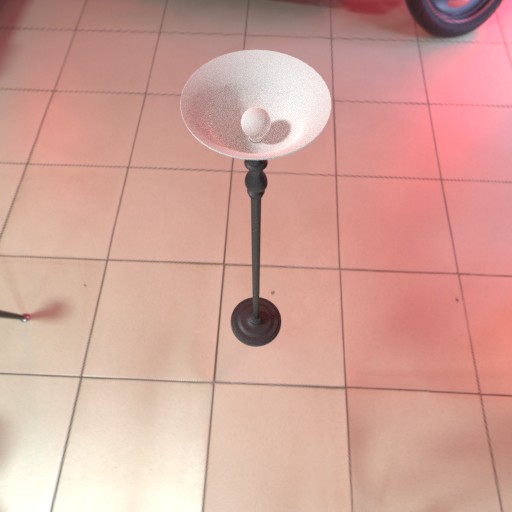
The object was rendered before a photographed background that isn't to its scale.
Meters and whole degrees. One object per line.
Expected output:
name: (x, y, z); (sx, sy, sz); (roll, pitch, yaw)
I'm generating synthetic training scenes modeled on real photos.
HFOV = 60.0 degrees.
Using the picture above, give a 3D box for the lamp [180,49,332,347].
lamp: (0.000, 0.000, 1.984); (0.405, 1.797, 0.405); (32, 67, 16)
